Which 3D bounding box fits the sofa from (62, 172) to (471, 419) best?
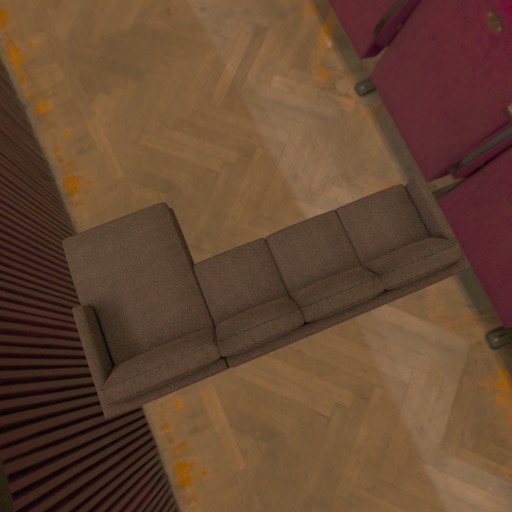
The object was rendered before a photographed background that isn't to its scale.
[{"bbox_3d":[0.000,0.000,3.959,3.205,0.922,1.650,-22,77,-5],"label":"sofa"}]
